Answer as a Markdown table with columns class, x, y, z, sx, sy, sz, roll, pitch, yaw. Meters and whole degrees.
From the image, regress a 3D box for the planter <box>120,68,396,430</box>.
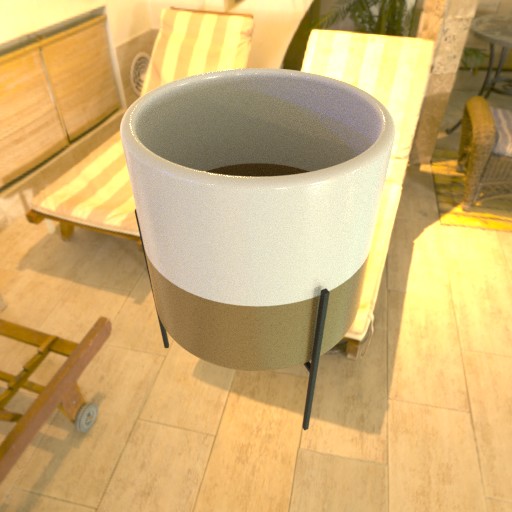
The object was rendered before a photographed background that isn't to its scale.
| class | x | y | z | sx | sy | sz | roll | pitch | yaw |
| --- | --- | --- | --- | --- | --- | --- | --- | --- | --- |
| planter | 0.000 | 0.000 | 0.636 | 0.310 | 0.432 | 0.310 | 12 | 43 | 14 |
